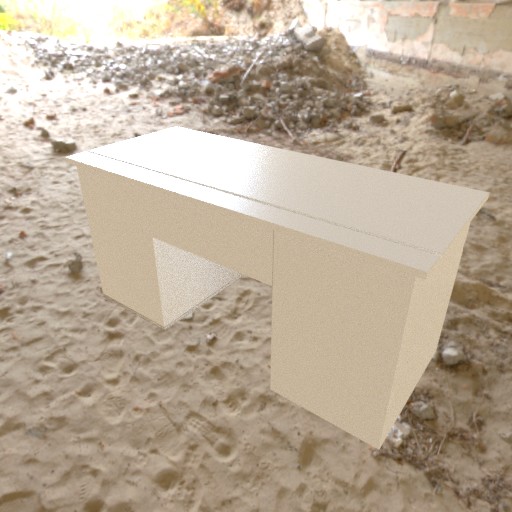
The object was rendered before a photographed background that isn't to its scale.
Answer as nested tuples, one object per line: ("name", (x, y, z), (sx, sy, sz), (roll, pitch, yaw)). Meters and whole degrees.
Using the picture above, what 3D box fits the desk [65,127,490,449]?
("desk", (0.000, 0.000, 1.947), (1.580, 0.760, 0.670), (21, 36, 31))
